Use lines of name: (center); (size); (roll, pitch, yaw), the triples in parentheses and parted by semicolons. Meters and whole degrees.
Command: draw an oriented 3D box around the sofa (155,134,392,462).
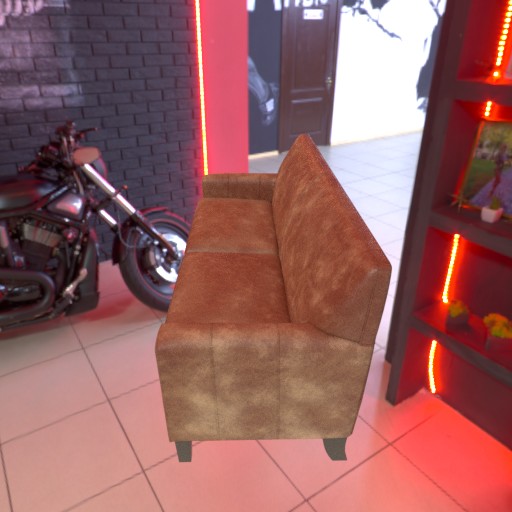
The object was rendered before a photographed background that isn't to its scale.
sofa: (0.000, 0.000, 2.475); (0.805, 0.947, 2.053); (-1, 27, -1)
